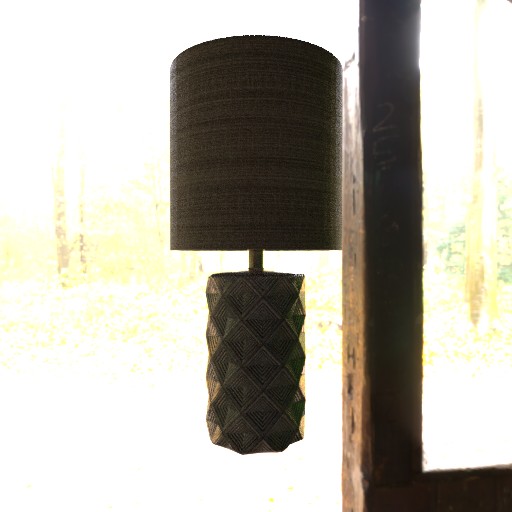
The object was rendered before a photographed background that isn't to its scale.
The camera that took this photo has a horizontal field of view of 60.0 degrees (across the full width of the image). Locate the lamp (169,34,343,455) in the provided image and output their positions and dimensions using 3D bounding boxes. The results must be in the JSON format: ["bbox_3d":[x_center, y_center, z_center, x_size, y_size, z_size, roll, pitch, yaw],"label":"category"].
[{"bbox_3d":[0.000,0.000,0.699,0.268,0.566,0.269,0,0,-36],"label":"lamp"}]
